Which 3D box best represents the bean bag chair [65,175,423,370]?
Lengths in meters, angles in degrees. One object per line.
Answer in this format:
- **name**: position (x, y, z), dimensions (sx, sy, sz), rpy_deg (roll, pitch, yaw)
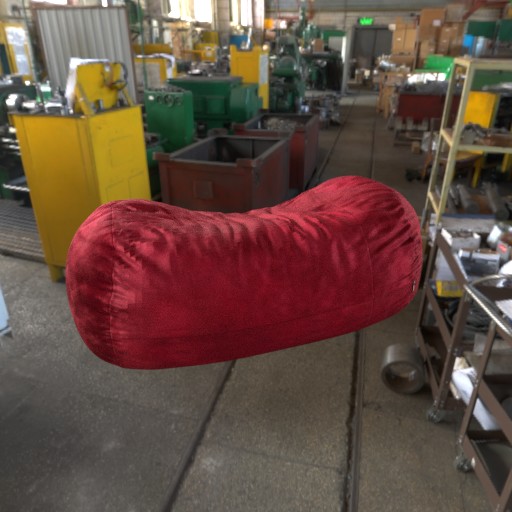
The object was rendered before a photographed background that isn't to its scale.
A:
- **bean bag chair**: position (0.000, 0.000, 2.863), dimensions (2.293, 0.867, 1.216), rpy_deg (-9, 27, -17)
